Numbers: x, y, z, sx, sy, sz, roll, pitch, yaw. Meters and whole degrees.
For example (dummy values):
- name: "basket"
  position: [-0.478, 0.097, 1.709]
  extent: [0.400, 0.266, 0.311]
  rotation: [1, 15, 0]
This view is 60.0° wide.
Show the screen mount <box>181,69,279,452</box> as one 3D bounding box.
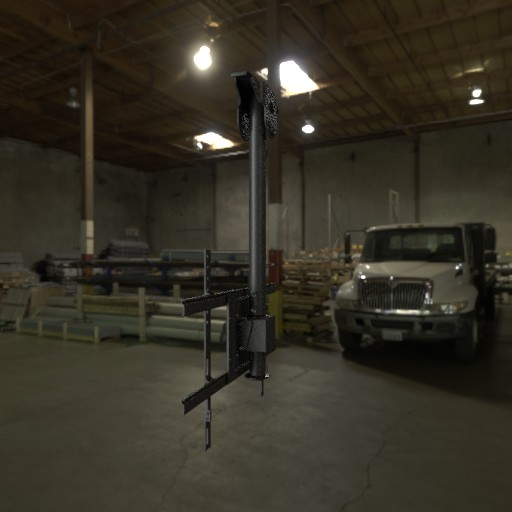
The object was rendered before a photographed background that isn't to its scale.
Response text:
- name: "screen mount"
  position: [0.000, 0.000, 1.045]
  extent: [0.090, 0.775, 0.595]
  rotation: [0, 0, 18]
